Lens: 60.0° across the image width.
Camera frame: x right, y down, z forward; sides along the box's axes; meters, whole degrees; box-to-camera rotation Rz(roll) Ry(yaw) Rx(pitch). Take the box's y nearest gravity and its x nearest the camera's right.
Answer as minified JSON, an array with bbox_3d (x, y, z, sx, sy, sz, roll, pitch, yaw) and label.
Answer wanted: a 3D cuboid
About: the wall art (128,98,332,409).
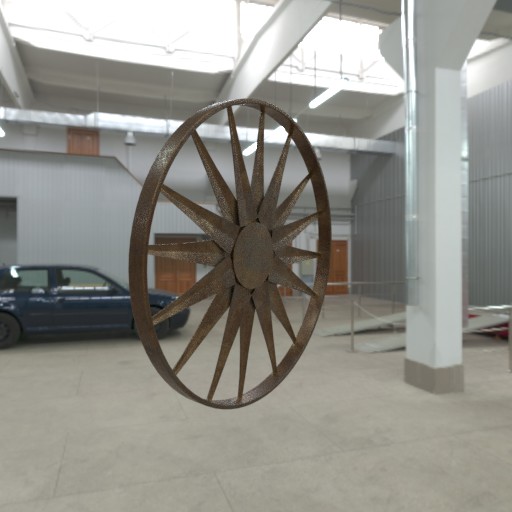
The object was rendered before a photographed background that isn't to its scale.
[{"bbox_3d":[0.000,0.000,0.868,0.084,0.583,0.582,0,0,36],"label":"wall art"}]
